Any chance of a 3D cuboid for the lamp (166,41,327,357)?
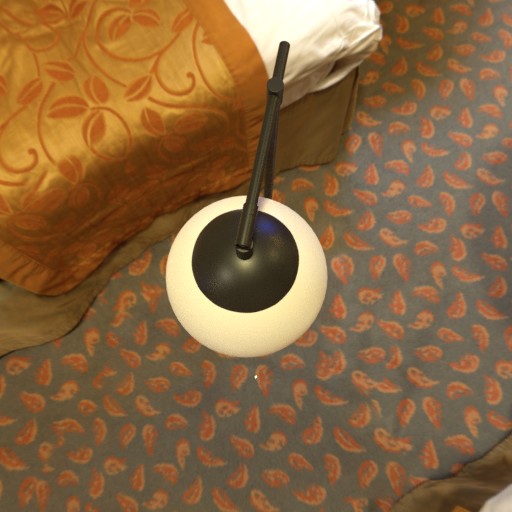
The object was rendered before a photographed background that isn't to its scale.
[{"bbox_3d":[0.000,0.000,0.680,0.197,0.559,0.316,11,75,3],"label":"lamp"}]
